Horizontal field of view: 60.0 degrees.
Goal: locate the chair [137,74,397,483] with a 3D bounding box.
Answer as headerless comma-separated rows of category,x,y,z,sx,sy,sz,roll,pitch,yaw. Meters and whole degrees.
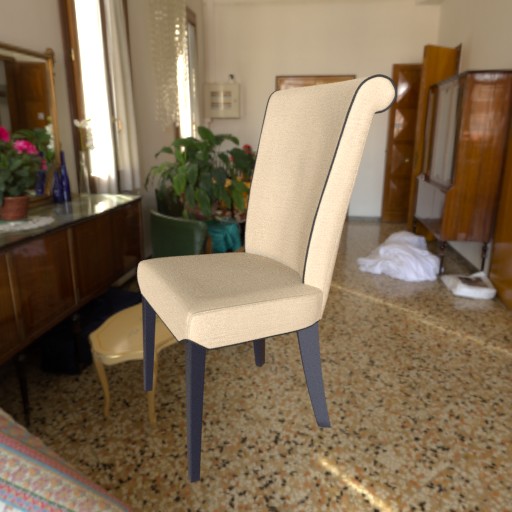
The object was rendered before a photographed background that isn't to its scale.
chair,0.000,0.000,1.331,0.623,0.997,0.522,-8,18,-26
